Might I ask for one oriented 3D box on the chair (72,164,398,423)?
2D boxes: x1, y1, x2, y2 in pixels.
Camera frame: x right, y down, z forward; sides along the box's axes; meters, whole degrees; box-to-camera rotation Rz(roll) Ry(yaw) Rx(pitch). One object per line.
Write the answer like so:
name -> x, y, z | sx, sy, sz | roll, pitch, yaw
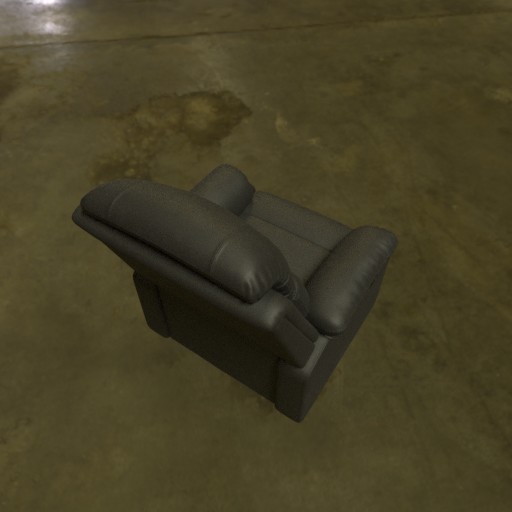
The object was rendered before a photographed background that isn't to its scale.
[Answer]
chair -> 0.000, 0.000, 1.665 | 0.855, 0.992, 0.919 | 26, 52, 22
